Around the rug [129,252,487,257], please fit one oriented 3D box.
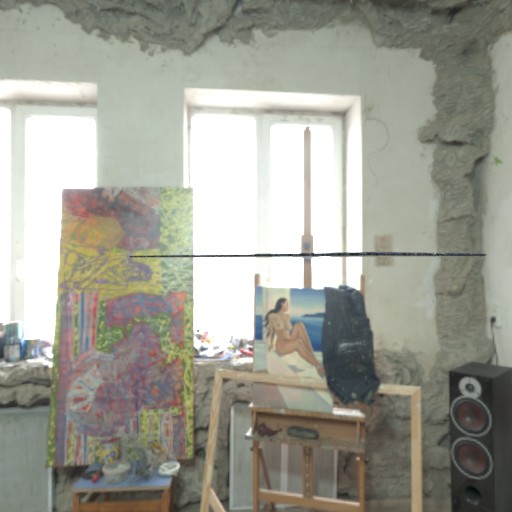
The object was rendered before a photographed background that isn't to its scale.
[{"bbox_3d":[0.000,0.000,2.557,0.719,0.013,2.306,0,0,-35],"label":"rug"}]
